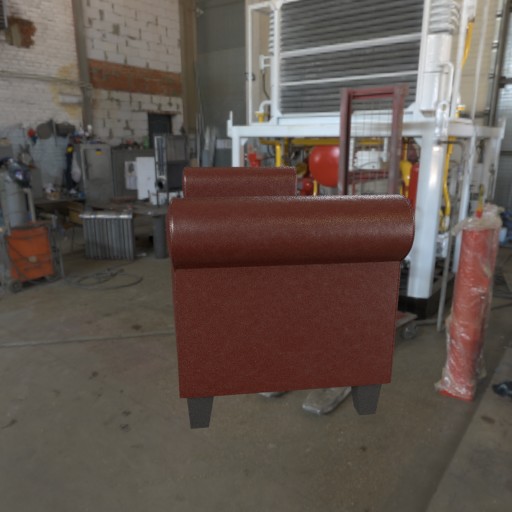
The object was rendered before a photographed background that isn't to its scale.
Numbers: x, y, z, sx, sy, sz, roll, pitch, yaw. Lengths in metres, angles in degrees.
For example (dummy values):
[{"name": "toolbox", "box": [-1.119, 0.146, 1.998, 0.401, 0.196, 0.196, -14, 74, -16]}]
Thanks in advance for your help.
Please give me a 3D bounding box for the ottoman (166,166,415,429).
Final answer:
[{"name": "ottoman", "box": [0.000, 0.000, 1.539, 0.521, 0.547, 1.256, -2, 15, -7]}]
